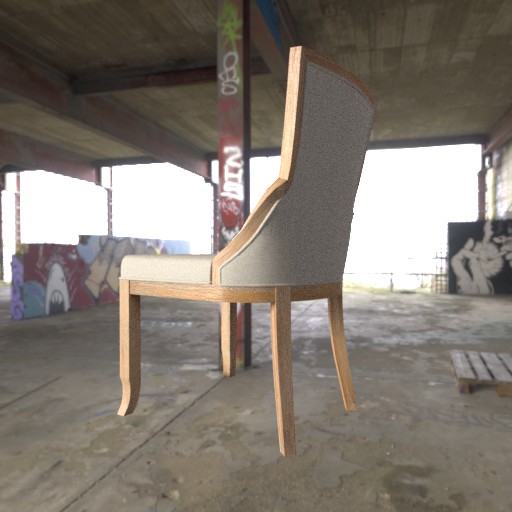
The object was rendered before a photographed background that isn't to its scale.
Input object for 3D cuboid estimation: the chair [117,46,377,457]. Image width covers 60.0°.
[{"bbox_3d":[0.000,0.000,1.337,0.641,0.947,0.524,1,1,36],"label":"chair"}]
